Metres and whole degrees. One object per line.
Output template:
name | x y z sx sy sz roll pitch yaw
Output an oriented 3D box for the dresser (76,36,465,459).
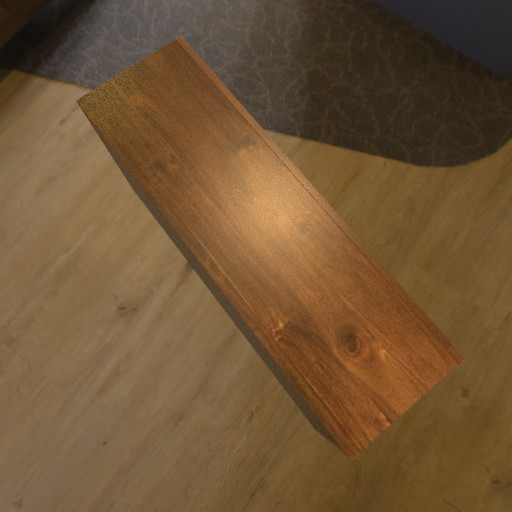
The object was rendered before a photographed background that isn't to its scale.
dresser | 0.000 0.000 1.790 0.446 0.873 1.400 -37 77 -10
